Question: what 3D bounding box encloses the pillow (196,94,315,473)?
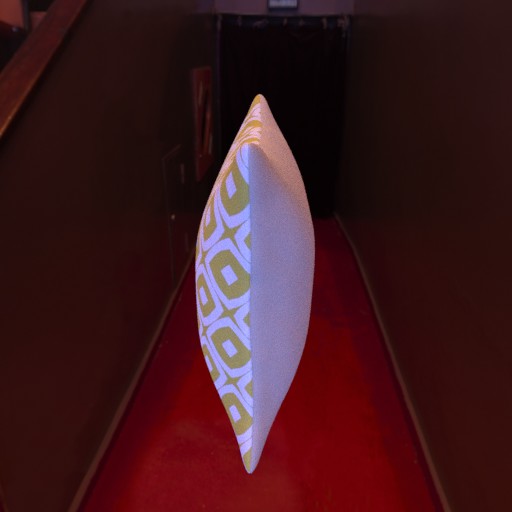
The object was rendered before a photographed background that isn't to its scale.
[{"bbox_3d":[0.000,0.000,0.783,0.188,0.494,0.504,1,26,2],"label":"pillow"}]
